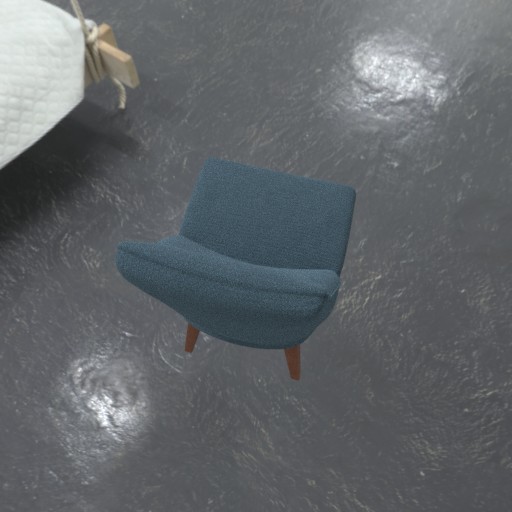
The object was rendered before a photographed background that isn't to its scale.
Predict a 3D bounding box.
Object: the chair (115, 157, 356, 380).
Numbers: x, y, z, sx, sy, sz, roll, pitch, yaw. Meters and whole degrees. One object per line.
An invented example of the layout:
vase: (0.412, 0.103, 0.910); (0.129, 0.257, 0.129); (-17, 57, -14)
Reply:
chair: (0.000, 0.000, 1.261); (0.500, 0.930, 0.620); (13, 65, 6)
